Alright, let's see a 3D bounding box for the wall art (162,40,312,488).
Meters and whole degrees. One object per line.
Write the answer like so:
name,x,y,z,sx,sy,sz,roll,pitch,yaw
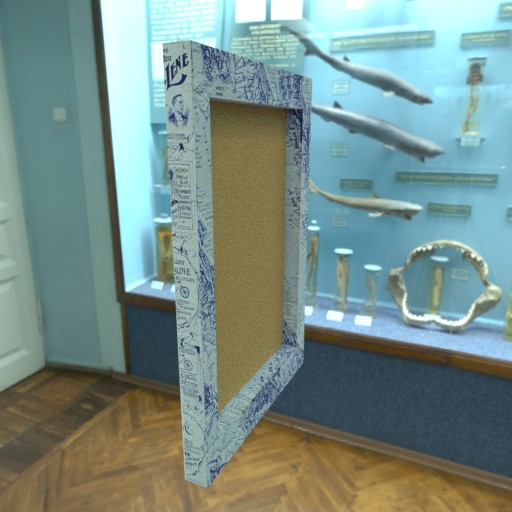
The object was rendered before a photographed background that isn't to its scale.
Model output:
wall art,0.000,0.000,0.471,0.025,0.376,0.255,7,17,25
